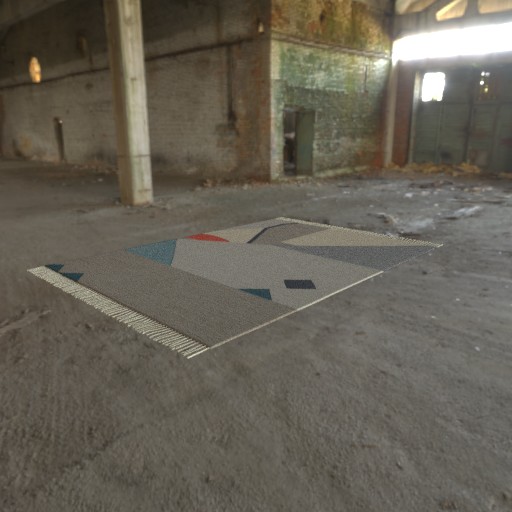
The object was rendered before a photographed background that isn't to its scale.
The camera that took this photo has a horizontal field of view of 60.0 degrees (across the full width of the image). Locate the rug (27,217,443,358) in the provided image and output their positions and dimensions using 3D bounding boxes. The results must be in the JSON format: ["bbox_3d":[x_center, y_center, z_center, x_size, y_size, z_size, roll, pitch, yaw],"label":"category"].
[{"bbox_3d":[0.000,0.000,2.290,1.220,0.005,1.828,14,21,42],"label":"rug"}]
